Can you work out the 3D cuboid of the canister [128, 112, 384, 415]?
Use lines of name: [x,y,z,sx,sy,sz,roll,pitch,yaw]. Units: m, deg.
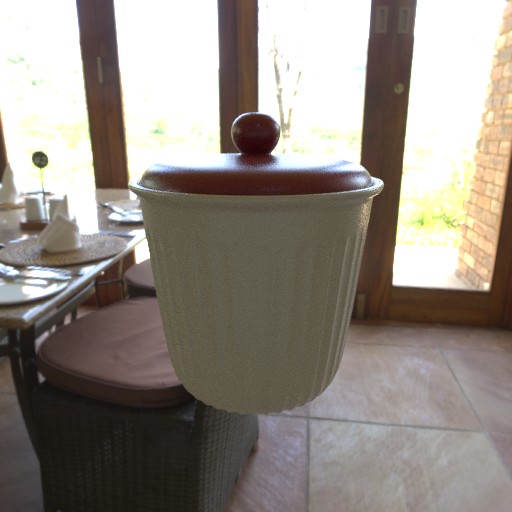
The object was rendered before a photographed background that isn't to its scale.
canister: [0.000,0.000,0.341,0.181,0.211,0.181,0,16,0]
